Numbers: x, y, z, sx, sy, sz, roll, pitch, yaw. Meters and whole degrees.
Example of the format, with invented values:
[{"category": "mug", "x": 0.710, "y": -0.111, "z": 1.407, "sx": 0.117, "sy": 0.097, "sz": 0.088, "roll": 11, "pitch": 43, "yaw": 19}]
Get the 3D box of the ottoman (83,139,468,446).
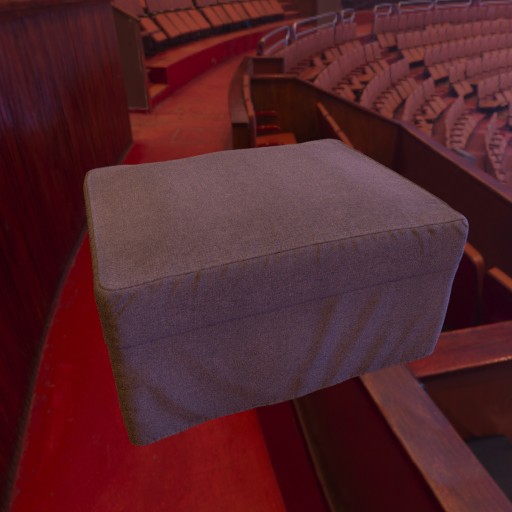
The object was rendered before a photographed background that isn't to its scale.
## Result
[{"category": "ottoman", "x": 0.000, "y": 0.000, "z": 1.231, "sx": 0.833, "sy": 0.492, "sz": 0.652, "roll": -11, "pitch": 34, "yaw": -17}]
